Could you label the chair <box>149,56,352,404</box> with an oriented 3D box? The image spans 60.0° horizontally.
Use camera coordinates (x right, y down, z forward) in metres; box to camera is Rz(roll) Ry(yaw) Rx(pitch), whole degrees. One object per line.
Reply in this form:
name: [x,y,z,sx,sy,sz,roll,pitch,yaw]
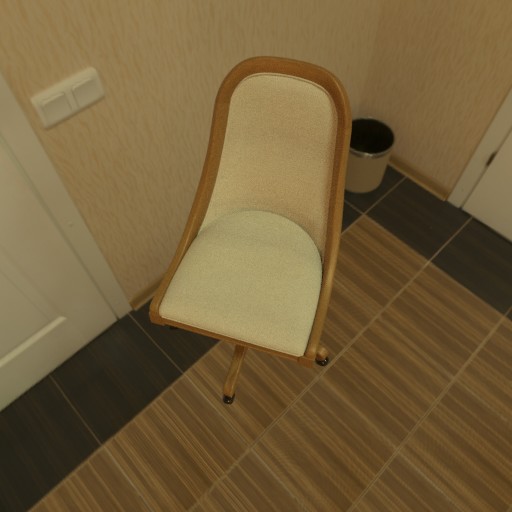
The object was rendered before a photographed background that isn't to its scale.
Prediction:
chair: [0.000,0.000,1.544,0.702,1.009,0.811,14,59,9]
